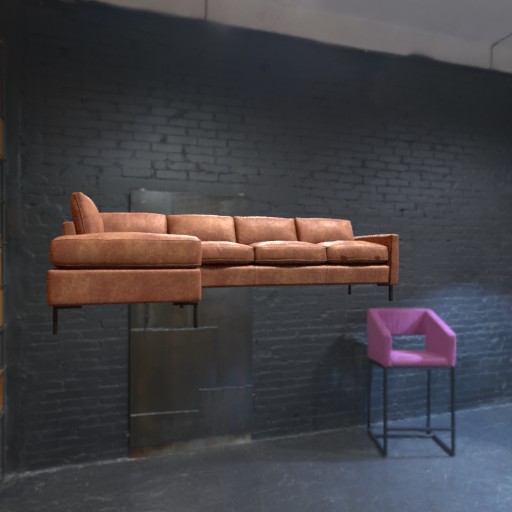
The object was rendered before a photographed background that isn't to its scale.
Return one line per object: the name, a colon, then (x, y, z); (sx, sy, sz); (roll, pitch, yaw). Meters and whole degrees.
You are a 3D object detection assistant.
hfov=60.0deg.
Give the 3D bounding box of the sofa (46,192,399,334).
sofa: (0.000, 0.000, 3.765); (2.984, 0.877, 1.938); (0, 0, -17)
